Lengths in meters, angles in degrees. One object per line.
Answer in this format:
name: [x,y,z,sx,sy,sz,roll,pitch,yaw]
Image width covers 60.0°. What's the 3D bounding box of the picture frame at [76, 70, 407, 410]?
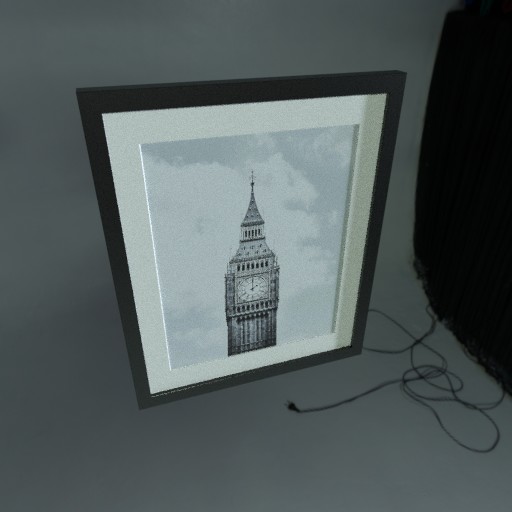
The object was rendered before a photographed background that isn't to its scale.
picture frame: [0.000,0.000,0.743,0.460,0.556,0.028,-10,32,-16]
